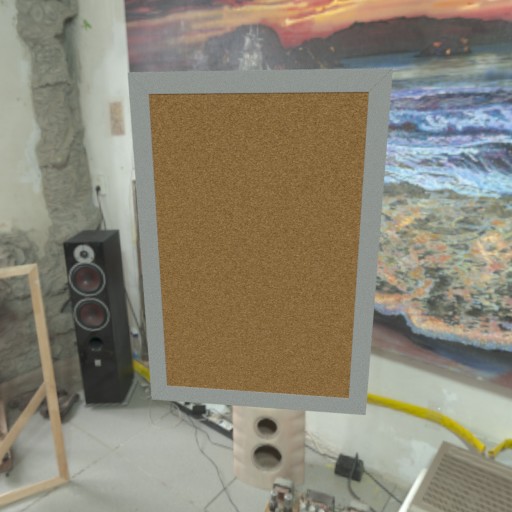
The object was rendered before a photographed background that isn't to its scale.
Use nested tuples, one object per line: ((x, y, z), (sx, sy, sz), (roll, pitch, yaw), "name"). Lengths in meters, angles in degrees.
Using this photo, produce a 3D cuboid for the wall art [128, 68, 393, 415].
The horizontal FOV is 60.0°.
((0.000, 0.000, 0.848), (0.454, 0.659, 0.011), (2, 16, 7), "wall art")
